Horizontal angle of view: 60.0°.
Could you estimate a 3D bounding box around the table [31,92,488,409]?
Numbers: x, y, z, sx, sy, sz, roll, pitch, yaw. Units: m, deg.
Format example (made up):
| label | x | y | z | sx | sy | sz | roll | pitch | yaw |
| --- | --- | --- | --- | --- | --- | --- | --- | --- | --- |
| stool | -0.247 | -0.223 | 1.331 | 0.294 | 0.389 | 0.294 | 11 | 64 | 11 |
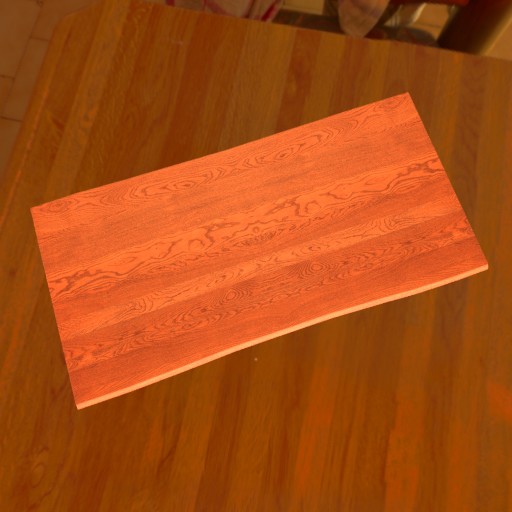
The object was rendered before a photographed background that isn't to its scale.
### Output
| label | x | y | z | sx | sy | sz | roll | pitch | yaw |
| --- | --- | --- | --- | --- | --- | --- | --- | --- | --- |
| table | 0.000 | 0.000 | 2.270 | 1.800 | 0.770 | 0.900 | -18 | 78 | -4 |
